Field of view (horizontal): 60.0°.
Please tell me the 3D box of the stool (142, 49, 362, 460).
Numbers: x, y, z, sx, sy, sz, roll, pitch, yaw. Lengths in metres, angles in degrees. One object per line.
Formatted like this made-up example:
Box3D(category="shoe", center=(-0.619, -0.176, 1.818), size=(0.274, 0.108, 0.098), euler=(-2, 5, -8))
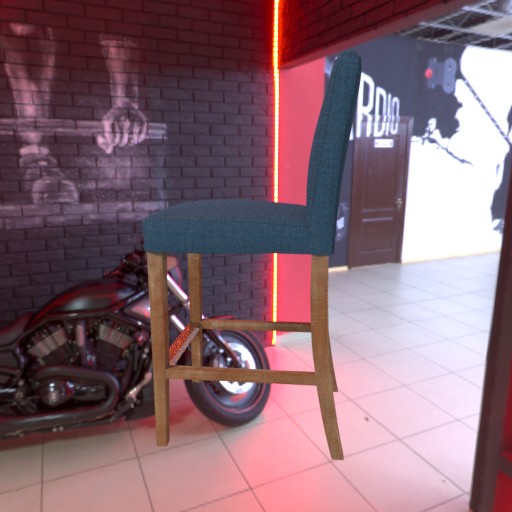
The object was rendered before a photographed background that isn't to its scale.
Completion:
Box3D(category="stool", center=(0.000, 0.000, 1.374), size=(0.574, 1.088, 0.454), euler=(2, 12, 8))
